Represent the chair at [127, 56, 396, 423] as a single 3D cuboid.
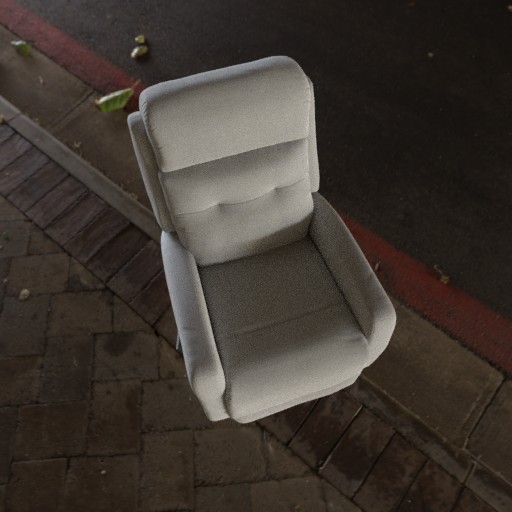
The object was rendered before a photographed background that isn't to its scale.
[{"bbox_3d":[0.000,0.000,1.707,0.798,1.013,1.043,-16,64,-8],"label":"chair"}]
